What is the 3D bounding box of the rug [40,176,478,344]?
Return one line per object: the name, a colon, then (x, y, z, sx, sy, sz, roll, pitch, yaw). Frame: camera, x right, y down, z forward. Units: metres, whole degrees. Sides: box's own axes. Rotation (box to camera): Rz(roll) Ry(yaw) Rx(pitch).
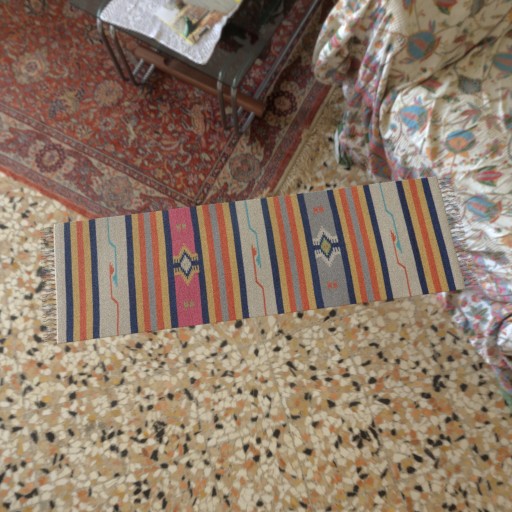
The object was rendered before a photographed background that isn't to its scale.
rug: (0.000, 0.000, 2.547, 2.455, 0.017, 0.695, -7, 76, -2)
